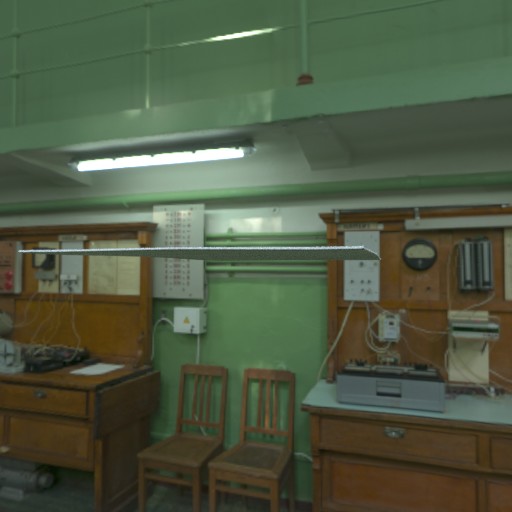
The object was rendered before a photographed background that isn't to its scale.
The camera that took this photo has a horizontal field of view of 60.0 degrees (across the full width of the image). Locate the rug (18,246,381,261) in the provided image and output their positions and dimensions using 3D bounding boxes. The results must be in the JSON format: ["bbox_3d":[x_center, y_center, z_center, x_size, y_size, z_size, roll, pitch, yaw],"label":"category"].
[{"bbox_3d":[0.000,0.000,2.242,1.179,0.022,1.820,0,-2,17],"label":"rug"}]
